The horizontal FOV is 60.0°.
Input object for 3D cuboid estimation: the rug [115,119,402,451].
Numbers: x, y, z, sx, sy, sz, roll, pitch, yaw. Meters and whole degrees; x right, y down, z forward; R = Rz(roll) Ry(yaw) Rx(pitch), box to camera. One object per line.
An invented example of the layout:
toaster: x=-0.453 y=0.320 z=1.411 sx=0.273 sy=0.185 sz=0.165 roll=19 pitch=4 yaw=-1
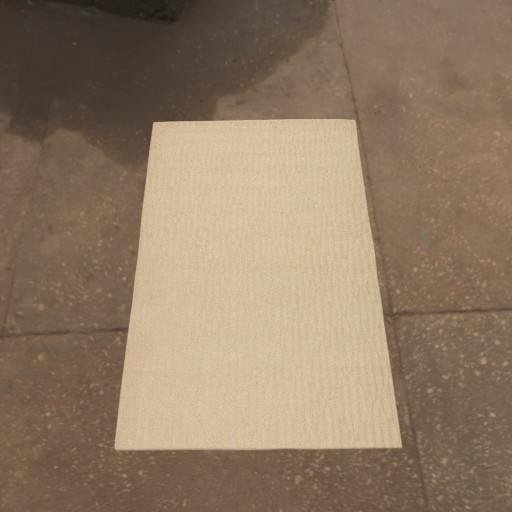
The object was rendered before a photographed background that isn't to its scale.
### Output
rug: x=0.000 y=0.000 z=2.300 sx=1.238 sy=0.014 sz=1.848 roll=-1 pitch=64 yaw=0
